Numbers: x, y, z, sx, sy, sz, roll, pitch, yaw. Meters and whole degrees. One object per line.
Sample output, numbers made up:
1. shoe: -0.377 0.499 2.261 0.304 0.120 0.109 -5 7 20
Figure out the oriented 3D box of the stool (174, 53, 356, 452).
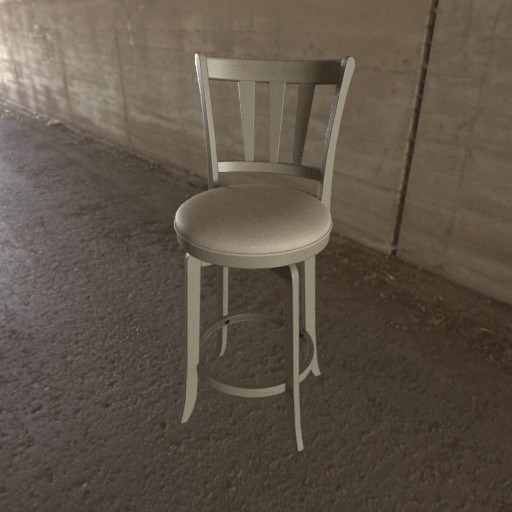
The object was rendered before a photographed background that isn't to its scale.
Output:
1. stool: 0.000 0.000 1.276 0.436 1.042 0.475 8 29 14
